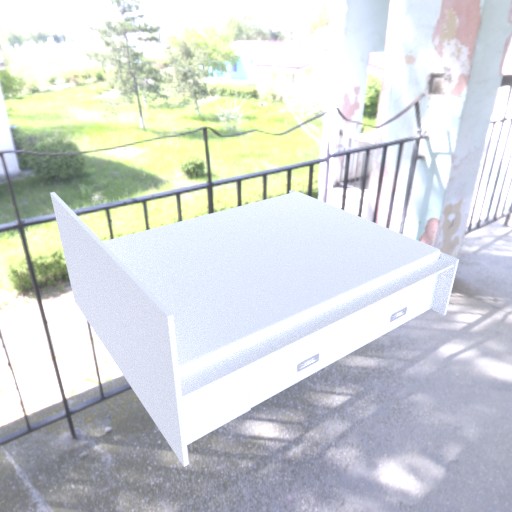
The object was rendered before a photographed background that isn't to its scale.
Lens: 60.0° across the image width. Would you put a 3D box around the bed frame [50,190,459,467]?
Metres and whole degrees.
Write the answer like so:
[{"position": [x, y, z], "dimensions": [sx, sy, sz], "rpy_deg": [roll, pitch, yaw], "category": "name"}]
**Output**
[{"position": [0.000, 0.000, 2.848], "dimensions": [1.960, 0.800, 1.622], "rpy_deg": [-19, 33, -31], "category": "bed frame"}]
